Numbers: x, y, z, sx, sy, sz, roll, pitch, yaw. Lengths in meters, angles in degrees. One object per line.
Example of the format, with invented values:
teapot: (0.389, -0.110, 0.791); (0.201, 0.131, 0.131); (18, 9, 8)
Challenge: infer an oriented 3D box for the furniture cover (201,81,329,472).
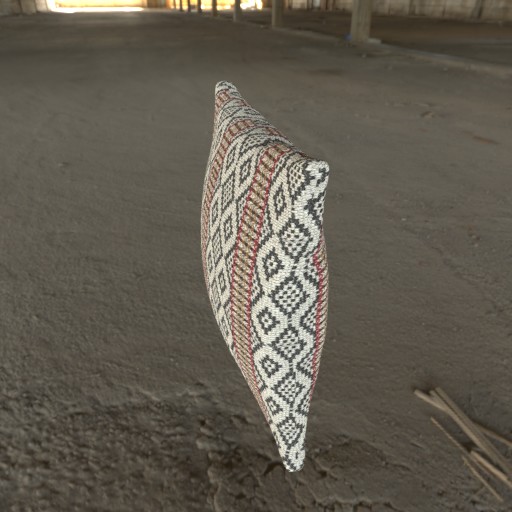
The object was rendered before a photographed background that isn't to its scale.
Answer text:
furniture cover: (0.000, 0.000, 0.778); (0.182, 0.506, 0.503); (-7, 31, -13)
